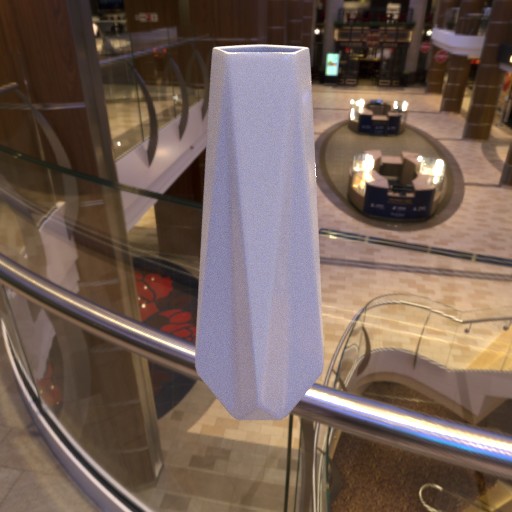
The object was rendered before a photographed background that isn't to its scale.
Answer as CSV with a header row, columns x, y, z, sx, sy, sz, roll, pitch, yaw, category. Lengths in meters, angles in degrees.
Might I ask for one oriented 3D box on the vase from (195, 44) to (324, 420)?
x,y,z,sx,sy,sz,roll,pitch,yaw,category
0.000,0.000,0.386,0.122,0.329,0.116,-20,35,-30,vase
